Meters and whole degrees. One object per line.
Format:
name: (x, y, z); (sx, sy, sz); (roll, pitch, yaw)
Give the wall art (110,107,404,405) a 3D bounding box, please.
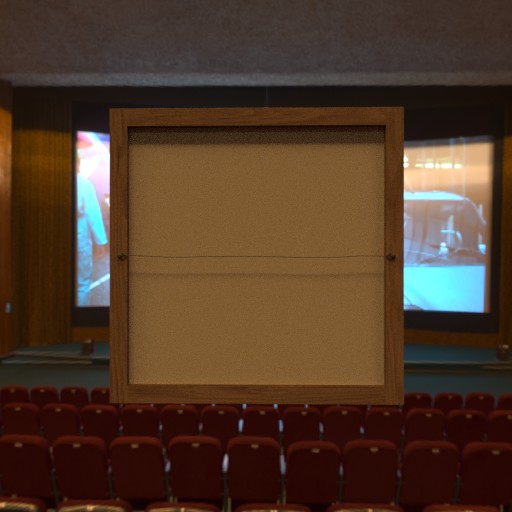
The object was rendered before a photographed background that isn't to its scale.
wall art: (0.000, 0.000, 1.148); (0.757, 0.762, 0.028); (0, 0, 1)
